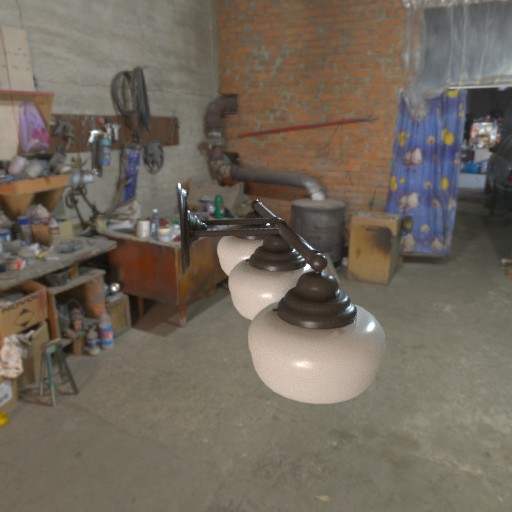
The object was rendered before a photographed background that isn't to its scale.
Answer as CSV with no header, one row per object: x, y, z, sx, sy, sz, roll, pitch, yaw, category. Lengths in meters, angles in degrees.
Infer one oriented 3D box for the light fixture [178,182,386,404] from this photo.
0.000,0.000,0.721,0.239,0.242,0.587,-3,16,-9,light fixture
